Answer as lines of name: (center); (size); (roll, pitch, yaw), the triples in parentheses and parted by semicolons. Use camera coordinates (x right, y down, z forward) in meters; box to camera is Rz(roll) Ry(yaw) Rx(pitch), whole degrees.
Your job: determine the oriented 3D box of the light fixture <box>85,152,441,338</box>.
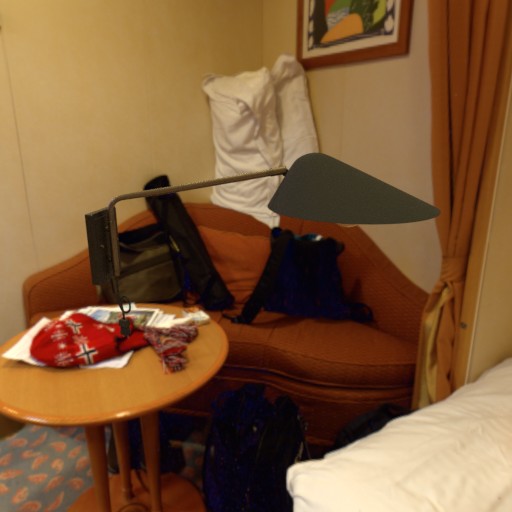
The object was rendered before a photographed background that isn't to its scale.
light fixture: (0.000, 0.000, 0.683); (0.516, 0.312, 0.240); (3, 17, 10)
